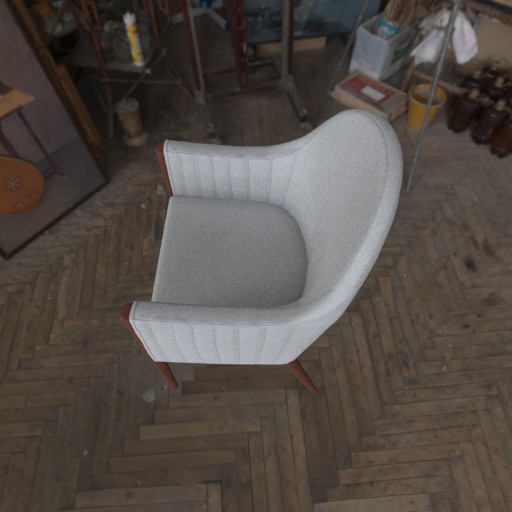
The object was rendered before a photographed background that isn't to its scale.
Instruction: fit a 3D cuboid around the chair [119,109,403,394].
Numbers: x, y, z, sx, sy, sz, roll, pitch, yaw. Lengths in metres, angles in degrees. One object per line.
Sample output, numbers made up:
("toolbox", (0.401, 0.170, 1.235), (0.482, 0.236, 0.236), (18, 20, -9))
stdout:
("chair", (0.000, 0.000, 1.310), (0.620, 0.889, 0.610), (2, 58, 1))
